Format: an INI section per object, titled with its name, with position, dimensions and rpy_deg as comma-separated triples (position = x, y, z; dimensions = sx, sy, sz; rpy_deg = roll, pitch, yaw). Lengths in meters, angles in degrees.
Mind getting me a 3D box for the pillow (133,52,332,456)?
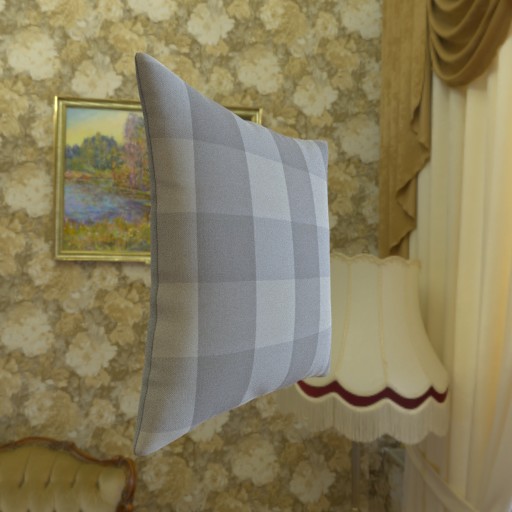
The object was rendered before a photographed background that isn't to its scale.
[pillow]
position = 0.000, 0.000, 0.758
dimensions = 0.161, 0.509, 0.511
rpy_deg = -1, -1, 36
